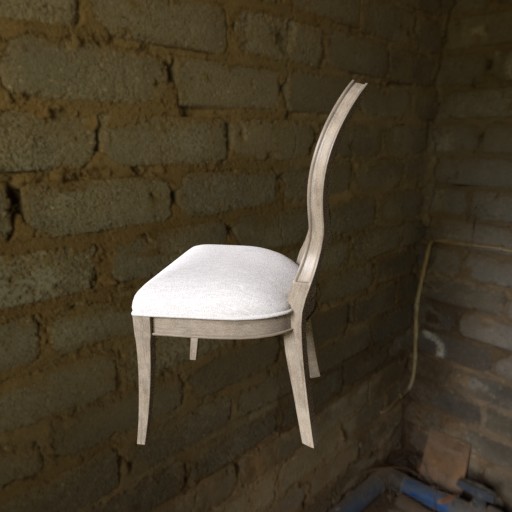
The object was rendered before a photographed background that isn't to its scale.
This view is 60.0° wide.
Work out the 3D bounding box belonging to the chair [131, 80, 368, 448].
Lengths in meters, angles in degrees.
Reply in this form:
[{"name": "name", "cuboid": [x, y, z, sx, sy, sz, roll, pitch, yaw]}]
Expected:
[{"name": "chair", "cuboid": [0.000, 0.000, 1.346, 0.602, 0.990, 0.558, 2, 15, 8]}]
